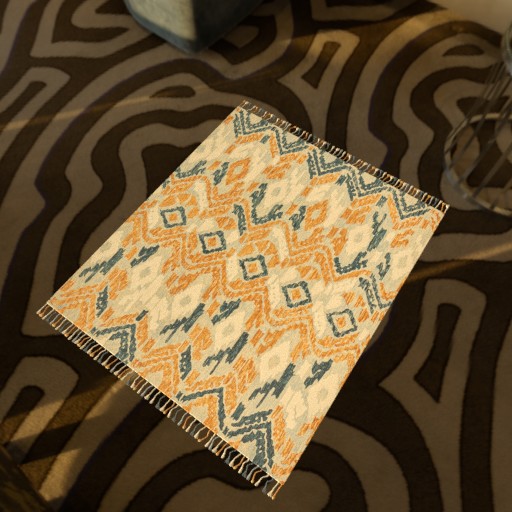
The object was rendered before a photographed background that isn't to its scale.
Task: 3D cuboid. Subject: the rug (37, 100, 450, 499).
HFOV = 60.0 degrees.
[{"bbox_3d":[0.000,0.000,4.020,2.439,0.010,3.048,32,67,15],"label":"rug"}]
